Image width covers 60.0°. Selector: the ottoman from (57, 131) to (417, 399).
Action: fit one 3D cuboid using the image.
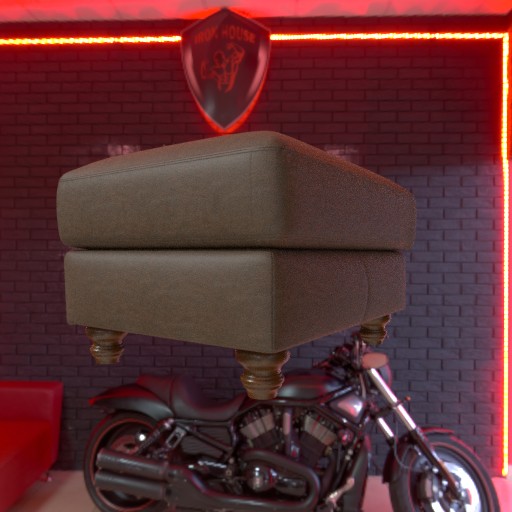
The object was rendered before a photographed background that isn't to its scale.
[{"bbox_3d":[0.000,0.000,1.166,0.635,0.508,0.787,0,0,35],"label":"ottoman"}]
